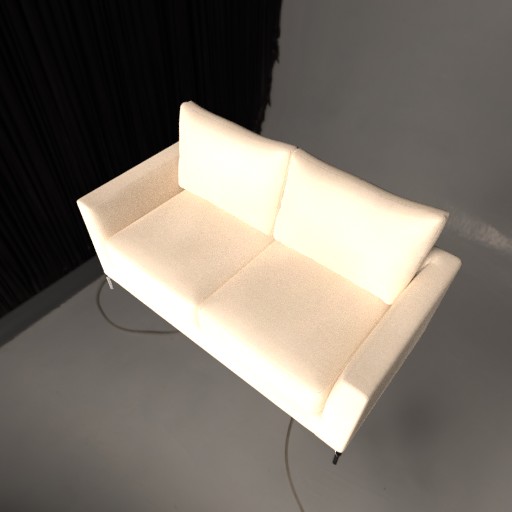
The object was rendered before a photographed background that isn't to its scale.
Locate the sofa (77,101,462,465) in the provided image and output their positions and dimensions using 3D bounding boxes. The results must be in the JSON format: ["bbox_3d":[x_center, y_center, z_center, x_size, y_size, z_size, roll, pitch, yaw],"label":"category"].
[{"bbox_3d":[0.000,0.000,2.311,1.739,0.995,0.906,31,53,26],"label":"sofa"}]
